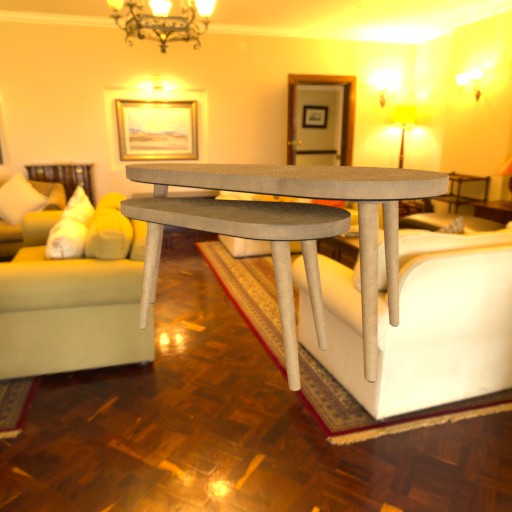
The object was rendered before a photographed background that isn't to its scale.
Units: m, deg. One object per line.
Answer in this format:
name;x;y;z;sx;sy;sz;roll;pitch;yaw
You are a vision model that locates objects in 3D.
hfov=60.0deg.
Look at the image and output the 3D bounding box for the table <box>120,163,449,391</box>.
table;0.000;0.000;1.568;1.190;0.595;0.701;7;17;25
